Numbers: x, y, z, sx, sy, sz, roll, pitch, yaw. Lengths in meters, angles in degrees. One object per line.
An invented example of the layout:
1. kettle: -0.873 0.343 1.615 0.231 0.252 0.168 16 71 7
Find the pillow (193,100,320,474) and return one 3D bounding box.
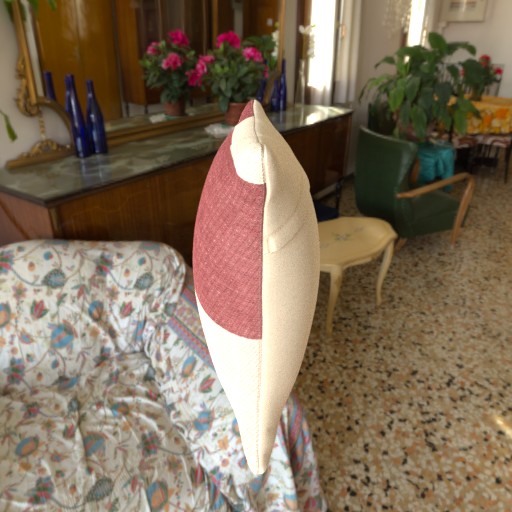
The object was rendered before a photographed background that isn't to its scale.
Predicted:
1. pillow: 0.000 0.000 0.817 0.229 0.506 0.536 -1 26 -1
